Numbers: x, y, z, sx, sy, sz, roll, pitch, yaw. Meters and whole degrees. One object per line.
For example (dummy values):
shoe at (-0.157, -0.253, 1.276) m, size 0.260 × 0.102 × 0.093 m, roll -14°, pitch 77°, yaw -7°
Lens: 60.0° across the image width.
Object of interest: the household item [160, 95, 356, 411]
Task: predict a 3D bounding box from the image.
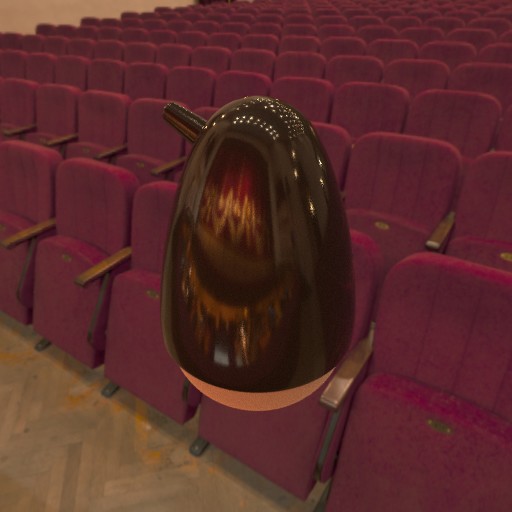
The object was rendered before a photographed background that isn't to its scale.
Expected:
household item at (0.000, 0.000, 0.220) m, size 0.104 × 0.152 × 0.102 m, roll 19°, pitch 36°, yaw 29°
